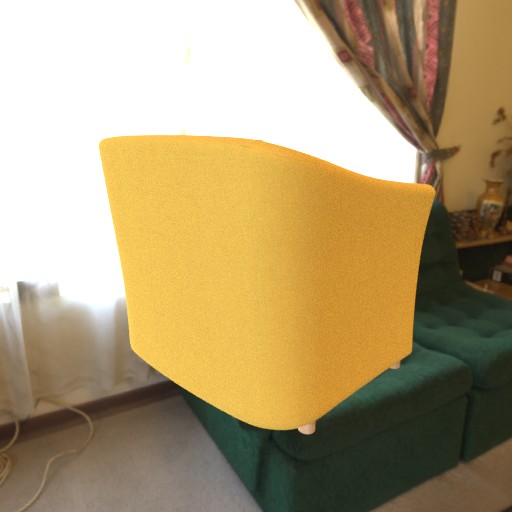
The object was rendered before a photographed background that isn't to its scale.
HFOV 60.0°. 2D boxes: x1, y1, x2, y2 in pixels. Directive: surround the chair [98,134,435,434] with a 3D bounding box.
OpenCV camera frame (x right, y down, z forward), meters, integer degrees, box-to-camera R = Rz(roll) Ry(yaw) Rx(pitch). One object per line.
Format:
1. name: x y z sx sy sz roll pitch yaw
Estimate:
1. chair: 0.000 0.000 1.361 0.790 0.720 0.700 15 21 42
